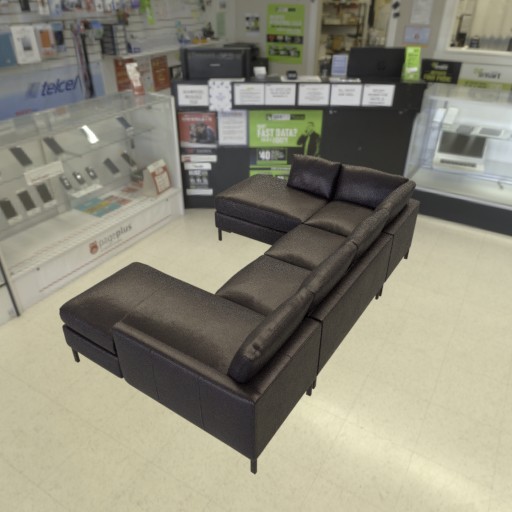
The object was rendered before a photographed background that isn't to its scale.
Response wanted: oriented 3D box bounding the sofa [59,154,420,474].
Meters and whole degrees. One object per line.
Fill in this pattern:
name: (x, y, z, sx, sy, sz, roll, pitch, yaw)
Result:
sofa: (0.000, 0.000, 3.833, 1.939, 0.900, 2.956, 19, 37, 28)
